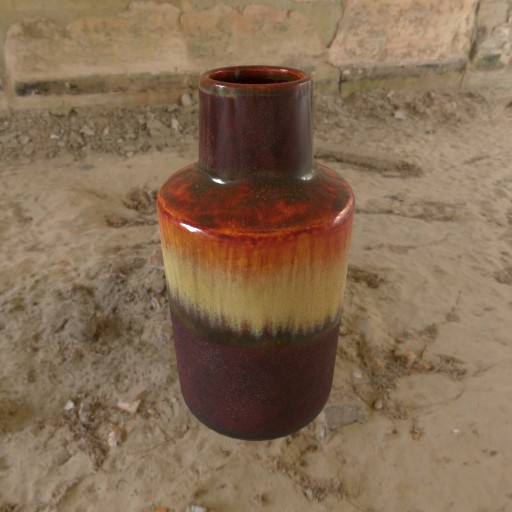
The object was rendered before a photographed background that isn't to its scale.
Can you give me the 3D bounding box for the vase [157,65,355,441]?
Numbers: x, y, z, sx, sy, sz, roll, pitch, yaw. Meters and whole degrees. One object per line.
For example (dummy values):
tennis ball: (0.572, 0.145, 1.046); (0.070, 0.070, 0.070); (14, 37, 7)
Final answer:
vase: (0.000, 0.000, 0.264); (0.108, 0.204, 0.108); (0, 32, 0)
